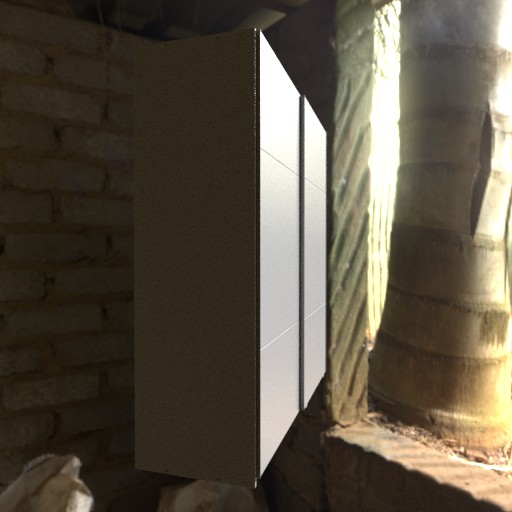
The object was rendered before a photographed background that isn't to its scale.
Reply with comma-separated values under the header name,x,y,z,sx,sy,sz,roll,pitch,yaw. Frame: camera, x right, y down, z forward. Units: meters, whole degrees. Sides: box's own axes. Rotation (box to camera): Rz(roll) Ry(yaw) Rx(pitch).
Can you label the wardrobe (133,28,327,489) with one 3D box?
name,x,y,z,sx,sy,sz,roll,pitch,yaw
wardrobe,0.000,0.000,2.808,0.629,1.960,1.780,0,1,17
